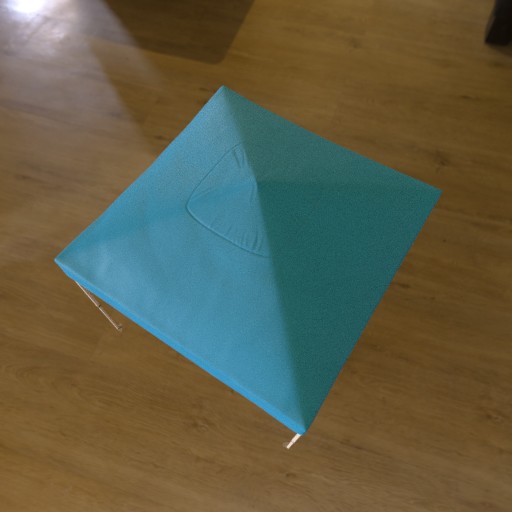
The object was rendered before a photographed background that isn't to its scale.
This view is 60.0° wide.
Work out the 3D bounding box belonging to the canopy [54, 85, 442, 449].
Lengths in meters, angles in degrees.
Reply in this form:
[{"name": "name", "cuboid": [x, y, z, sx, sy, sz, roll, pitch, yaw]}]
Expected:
[{"name": "canopy", "cuboid": [0.000, 0.000, 5.355, 2.998, 2.997, 2.996, 30, 67, 15]}]
